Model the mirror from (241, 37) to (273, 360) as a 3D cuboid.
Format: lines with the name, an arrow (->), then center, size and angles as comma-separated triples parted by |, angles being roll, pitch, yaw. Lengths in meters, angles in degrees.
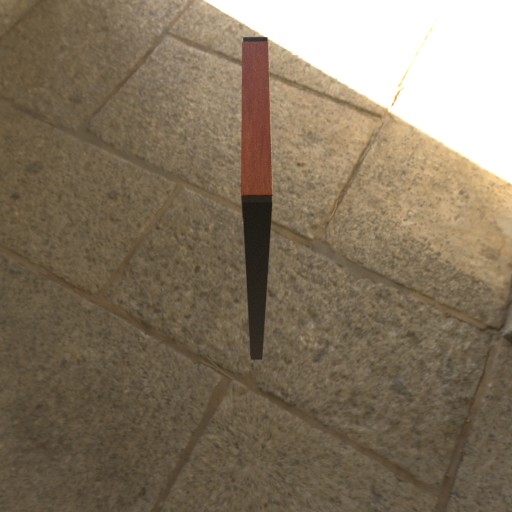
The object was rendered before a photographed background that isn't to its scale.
mirror -> 0.000, 0.000, 1.225 | 0.047, 1.123, 0.343 | 0, 65, 0
